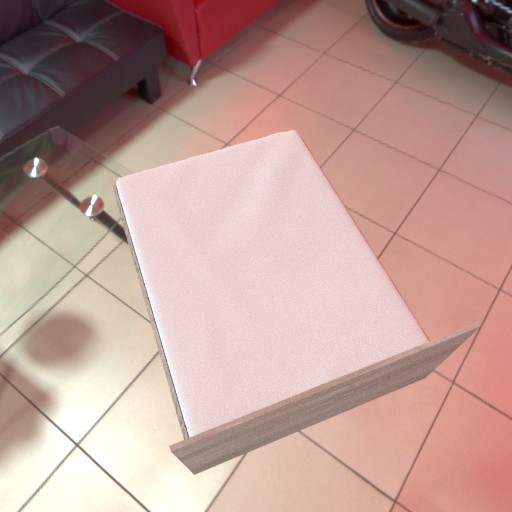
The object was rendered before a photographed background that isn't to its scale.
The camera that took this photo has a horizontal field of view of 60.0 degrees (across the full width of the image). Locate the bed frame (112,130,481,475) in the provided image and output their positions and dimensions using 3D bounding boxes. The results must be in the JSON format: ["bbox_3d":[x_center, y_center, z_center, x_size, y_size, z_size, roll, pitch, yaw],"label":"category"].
[{"bbox_3d":[0.000,0.000,2.741,1.490,0.800,1.950,-18,60,-11],"label":"bed frame"}]
